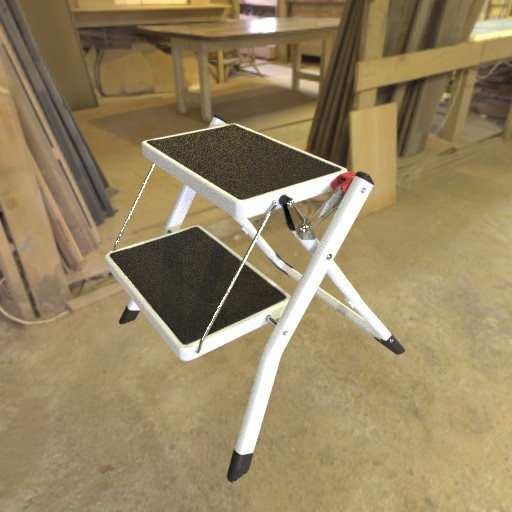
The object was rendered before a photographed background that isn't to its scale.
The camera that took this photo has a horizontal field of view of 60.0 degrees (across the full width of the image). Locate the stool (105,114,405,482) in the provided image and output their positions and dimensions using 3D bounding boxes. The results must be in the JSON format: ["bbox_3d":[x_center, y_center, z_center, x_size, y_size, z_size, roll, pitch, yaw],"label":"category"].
[{"bbox_3d":[0.000,0.000,0.860,0.490,0.445,0.485,-21,38,-30],"label":"stool"}]
